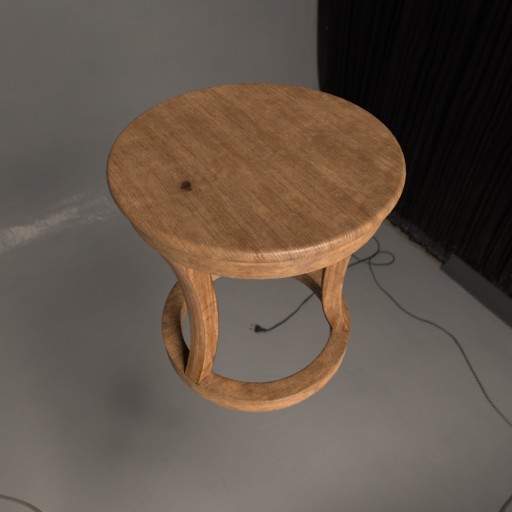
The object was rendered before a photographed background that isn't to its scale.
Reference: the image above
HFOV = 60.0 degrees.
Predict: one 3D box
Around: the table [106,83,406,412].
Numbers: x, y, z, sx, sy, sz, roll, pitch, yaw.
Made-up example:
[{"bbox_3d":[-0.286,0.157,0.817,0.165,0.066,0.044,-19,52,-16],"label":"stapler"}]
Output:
[{"bbox_3d":[0.000,0.000,0.817,0.432,0.460,0.432,0,46,0],"label":"table"}]
